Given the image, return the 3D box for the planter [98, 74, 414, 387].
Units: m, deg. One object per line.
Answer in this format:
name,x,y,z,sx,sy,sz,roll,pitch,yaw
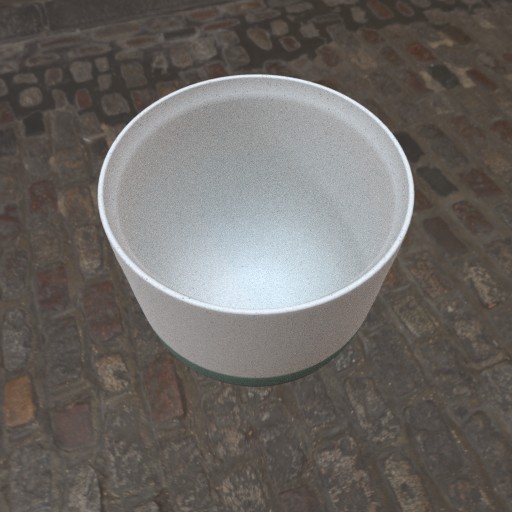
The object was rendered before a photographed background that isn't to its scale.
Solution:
planter,0.000,0.000,0.491,0.268,0.270,0.268,0,58,0
